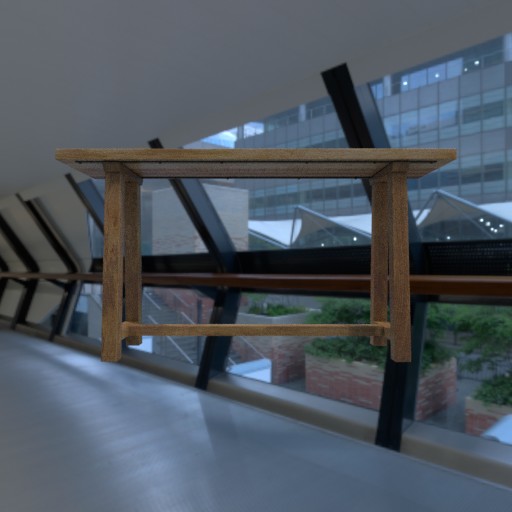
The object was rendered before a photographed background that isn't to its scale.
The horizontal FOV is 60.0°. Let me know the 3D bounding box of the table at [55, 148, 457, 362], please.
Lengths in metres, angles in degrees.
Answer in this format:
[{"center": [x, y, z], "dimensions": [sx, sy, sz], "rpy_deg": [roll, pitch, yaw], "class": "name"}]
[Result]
[{"center": [0.000, 0.000, 1.881], "dimensions": [1.524, 0.810, 0.405], "rpy_deg": [0, -1, 0], "class": "table"}]
